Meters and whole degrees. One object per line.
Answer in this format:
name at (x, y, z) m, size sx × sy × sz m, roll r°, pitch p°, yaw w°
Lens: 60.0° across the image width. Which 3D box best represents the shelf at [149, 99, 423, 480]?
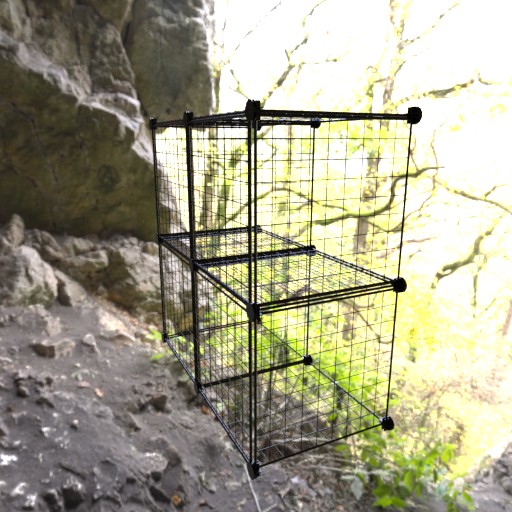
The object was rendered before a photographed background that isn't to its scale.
shelf at (0.000, 0.000, 1.159) m, size 0.356 × 0.711 × 0.711 m, roll -7°, pitch 16°, yaw -25°
